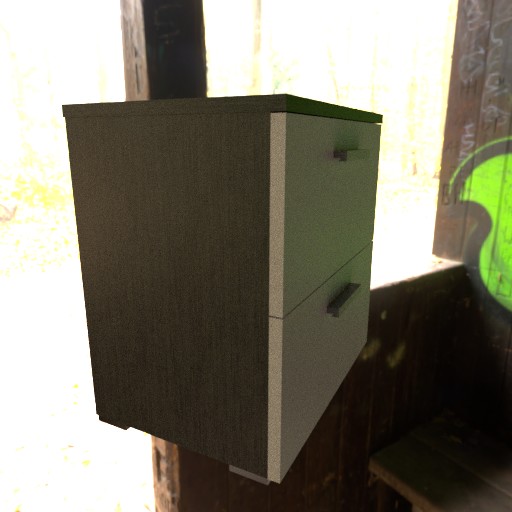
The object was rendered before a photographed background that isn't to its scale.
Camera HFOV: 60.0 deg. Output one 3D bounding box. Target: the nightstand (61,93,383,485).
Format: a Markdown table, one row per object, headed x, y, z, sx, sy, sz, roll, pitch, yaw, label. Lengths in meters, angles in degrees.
| x | y | z | sx | sy | sz | roll | pitch | yaw | label |
| --- | --- | --- | --- | --- | --- | --- | --- | --- | --- |
| 0.000 | 0.000 | 0.735 | 0.325 | 0.460 | 0.441 | 8 | 17 | 26 | nightstand |
